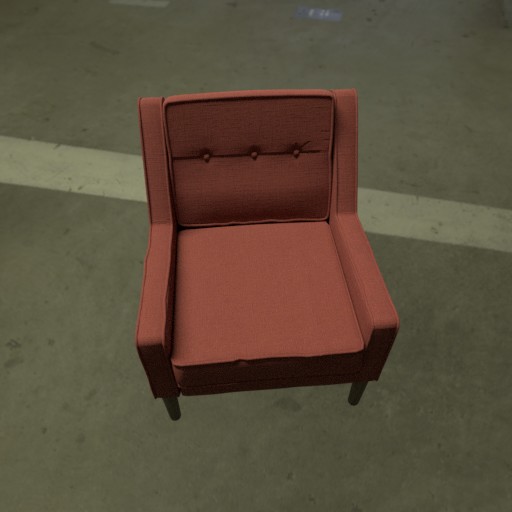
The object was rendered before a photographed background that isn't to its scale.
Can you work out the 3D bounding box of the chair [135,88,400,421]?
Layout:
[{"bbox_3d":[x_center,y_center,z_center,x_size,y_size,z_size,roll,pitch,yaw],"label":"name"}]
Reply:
[{"bbox_3d":[0.000,0.000,1.395,0.680,0.812,0.770,-4,47,-3],"label":"chair"}]
